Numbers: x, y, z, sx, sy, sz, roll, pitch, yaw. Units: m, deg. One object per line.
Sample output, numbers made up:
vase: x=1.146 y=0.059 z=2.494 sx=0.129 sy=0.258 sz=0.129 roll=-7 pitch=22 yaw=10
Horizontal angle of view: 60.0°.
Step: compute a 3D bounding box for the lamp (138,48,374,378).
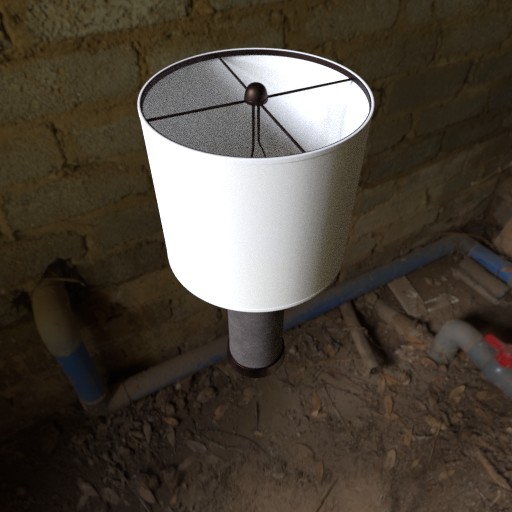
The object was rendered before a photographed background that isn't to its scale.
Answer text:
lamp: x=0.000 y=0.000 z=0.788 sx=0.301 sy=0.630 sz=0.301 roll=16 pitch=48 yaw=15
